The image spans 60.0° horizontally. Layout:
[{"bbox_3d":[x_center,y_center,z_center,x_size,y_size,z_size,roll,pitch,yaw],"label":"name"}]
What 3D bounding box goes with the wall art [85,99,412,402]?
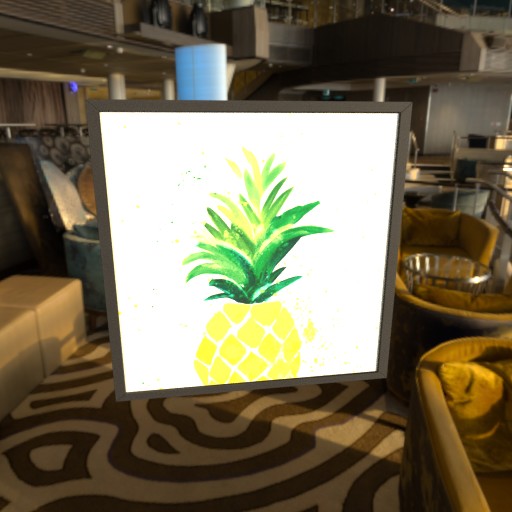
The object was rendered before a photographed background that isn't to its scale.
[{"bbox_3d":[0.000,0.000,0.768,0.508,0.507,0.033,-2,17,-8],"label":"wall art"}]
